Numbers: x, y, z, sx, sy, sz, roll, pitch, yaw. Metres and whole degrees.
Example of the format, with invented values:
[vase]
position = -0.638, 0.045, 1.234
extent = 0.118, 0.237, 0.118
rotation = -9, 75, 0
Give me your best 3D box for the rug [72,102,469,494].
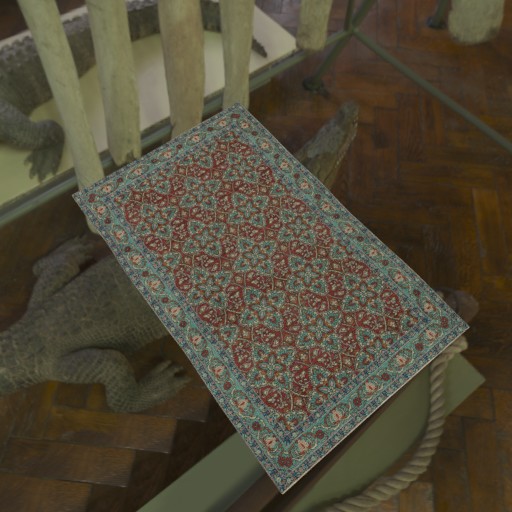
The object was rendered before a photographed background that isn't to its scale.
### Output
[rug]
position = 0.000, 0.000, 3.021
extent = 1.533, 0.011, 2.439
rotation = -35, 68, -16
